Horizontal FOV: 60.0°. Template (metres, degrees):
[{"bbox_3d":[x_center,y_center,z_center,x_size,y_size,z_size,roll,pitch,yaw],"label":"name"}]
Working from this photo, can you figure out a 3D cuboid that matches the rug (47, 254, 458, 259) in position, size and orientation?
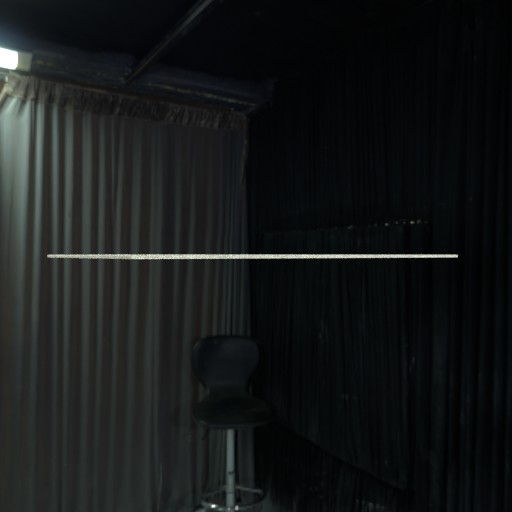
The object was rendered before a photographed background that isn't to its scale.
[{"bbox_3d":[0.000,0.000,2.968,2.297,0.018,1.532,0,0,-36],"label":"rug"}]
